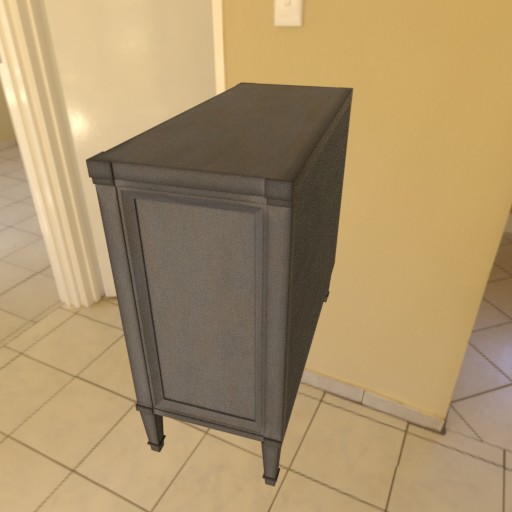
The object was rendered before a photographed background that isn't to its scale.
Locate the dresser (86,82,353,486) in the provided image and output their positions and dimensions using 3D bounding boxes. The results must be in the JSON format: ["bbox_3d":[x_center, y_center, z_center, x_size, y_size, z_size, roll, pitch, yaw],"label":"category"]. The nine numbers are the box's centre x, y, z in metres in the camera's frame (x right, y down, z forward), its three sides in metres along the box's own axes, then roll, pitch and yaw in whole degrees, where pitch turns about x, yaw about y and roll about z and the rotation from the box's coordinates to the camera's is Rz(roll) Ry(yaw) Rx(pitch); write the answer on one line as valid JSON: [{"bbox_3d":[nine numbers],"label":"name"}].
[{"bbox_3d":[0.000,0.000,1.574,0.463,0.986,1.049,9,31,15],"label":"dresser"}]
